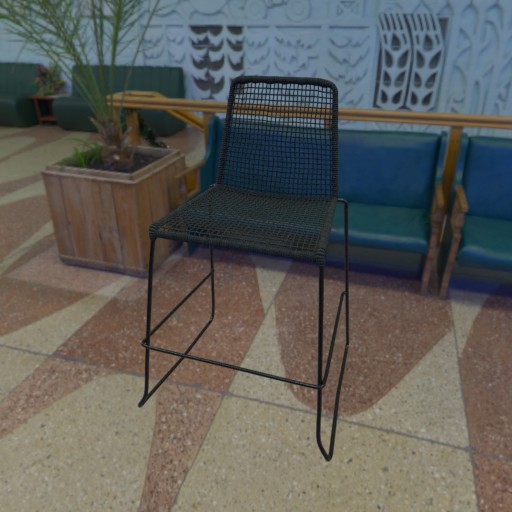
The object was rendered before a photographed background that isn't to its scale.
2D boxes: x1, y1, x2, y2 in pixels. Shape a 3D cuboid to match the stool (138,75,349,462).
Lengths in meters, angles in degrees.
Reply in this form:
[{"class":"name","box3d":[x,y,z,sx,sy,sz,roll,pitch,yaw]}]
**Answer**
[{"class":"stool","box3d":[0.000,0.000,1.256,0.590,0.905,0.509,9,29,17]}]
